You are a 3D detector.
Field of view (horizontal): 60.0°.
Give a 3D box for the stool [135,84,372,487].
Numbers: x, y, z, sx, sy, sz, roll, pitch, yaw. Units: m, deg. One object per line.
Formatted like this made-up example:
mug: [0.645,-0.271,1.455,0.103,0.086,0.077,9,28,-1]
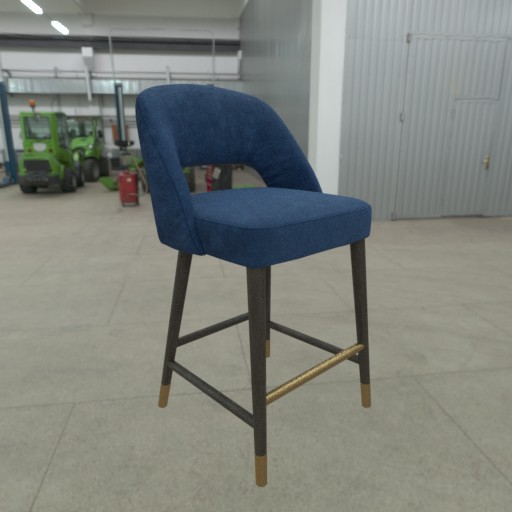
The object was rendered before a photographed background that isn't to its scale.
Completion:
stool: [0.000,0.000,1.231,0.536,0.925,0.524,-15,21,-42]
